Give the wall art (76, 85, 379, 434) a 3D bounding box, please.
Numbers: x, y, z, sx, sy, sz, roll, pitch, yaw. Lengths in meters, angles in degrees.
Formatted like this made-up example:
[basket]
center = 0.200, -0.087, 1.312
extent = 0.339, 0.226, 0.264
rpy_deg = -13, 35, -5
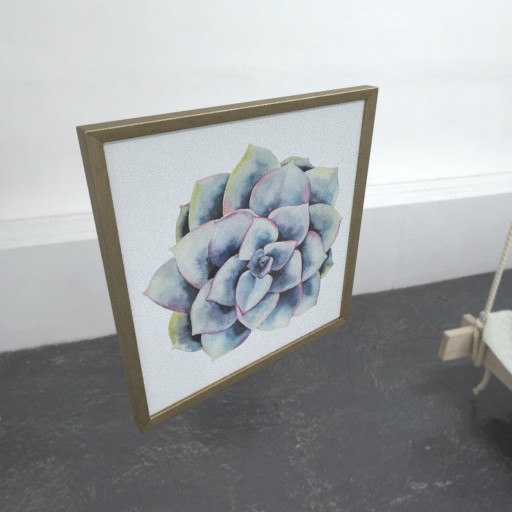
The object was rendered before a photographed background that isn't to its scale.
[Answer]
[wall art]
center = 0.000, 0.000, 0.762
extent = 0.503, 0.506, 0.030
rpy_deg = -20, 35, -31
